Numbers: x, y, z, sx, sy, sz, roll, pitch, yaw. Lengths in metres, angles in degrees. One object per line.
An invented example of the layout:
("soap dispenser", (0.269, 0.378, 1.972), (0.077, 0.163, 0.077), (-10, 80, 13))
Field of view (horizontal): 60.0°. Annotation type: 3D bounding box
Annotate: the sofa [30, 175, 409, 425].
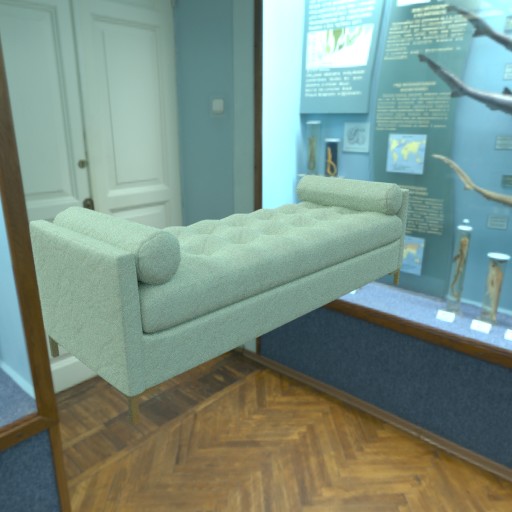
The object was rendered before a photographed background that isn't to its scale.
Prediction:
("sofa", (0.000, 0.000, 2.478), (0.796, 0.705, 2.102), (16, 23, 42))
